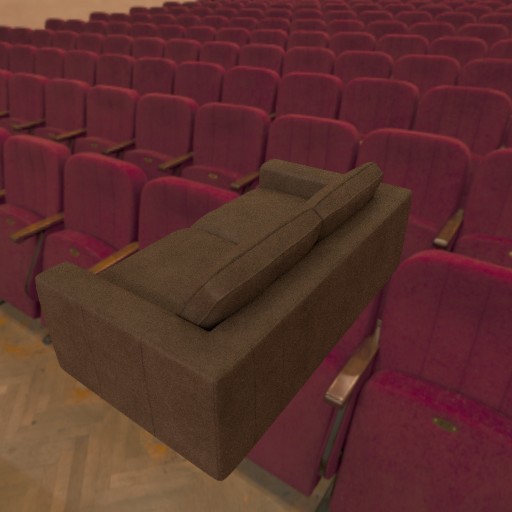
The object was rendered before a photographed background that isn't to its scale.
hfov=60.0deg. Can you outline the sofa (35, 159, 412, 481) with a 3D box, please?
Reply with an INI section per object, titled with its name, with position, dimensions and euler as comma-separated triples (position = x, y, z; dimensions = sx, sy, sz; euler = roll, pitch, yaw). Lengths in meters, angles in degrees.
[sofa]
position = 0.000, 0.000, 2.412
dimensions = 1.070, 0.800, 1.920
euler = 20, 37, 30
